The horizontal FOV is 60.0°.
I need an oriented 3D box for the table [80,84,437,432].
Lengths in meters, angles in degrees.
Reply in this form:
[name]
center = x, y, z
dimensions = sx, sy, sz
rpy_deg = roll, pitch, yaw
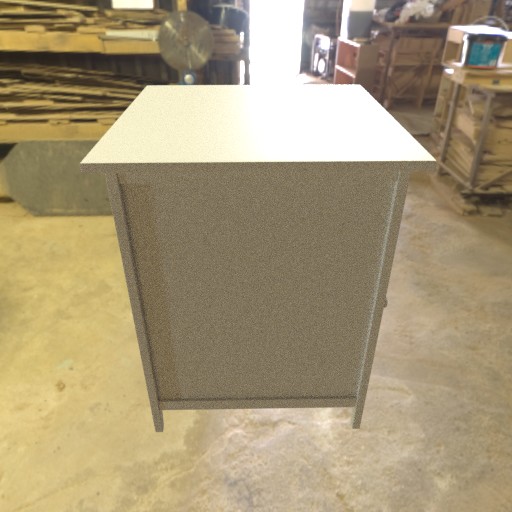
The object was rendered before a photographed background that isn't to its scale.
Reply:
[table]
center = 0.000, 0.000, 0.762
dimensions = 0.381, 0.483, 0.381
rpy_deg = -1, 33, -1
